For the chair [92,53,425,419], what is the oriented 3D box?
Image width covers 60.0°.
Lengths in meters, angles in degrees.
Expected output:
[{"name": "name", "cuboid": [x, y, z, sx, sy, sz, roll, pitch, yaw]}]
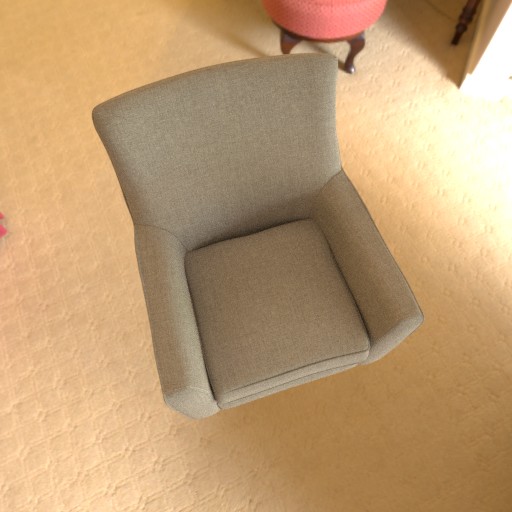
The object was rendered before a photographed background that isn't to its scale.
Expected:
[{"name": "chair", "cuboid": [0.000, 0.000, 1.758, 0.887, 1.047, 0.993, -16, 65, -8]}]
